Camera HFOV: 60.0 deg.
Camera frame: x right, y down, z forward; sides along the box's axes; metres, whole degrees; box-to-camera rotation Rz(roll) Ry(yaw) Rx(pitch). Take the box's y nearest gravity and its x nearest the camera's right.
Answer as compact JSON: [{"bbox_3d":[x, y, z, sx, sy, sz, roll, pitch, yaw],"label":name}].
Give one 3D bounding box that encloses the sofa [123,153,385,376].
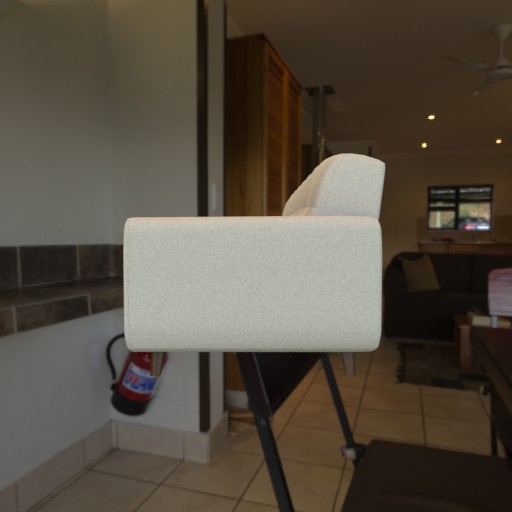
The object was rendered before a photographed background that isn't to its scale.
[{"bbox_3d":[0.000,0.000,2.635,0.980,0.892,2.137,0,2,0],"label":"sofa"}]
